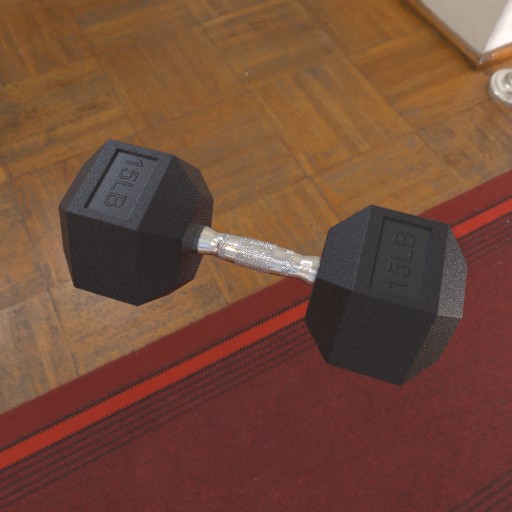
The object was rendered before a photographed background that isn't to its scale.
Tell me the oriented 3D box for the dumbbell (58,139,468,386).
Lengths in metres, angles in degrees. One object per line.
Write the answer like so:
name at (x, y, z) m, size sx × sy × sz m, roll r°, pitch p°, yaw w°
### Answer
dumbbell at (0.000, 0.000, 0.321) m, size 0.271 × 0.106 × 0.122 m, roll 15°, pitch 64°, yaw 8°
